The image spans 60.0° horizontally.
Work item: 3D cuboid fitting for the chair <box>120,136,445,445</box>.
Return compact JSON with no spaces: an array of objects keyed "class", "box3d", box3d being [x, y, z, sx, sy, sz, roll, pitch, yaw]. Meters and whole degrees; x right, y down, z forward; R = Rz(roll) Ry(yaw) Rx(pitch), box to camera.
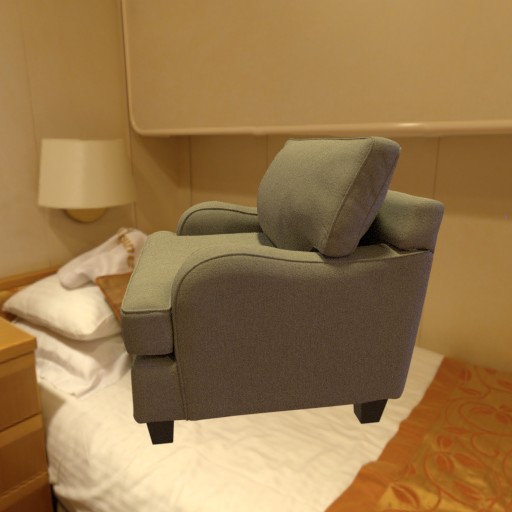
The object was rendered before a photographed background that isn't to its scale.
[{"class":"chair","box3d":[0.000,0.000,1.965,1.041,1.016,1.220,-2,15,-9]}]
